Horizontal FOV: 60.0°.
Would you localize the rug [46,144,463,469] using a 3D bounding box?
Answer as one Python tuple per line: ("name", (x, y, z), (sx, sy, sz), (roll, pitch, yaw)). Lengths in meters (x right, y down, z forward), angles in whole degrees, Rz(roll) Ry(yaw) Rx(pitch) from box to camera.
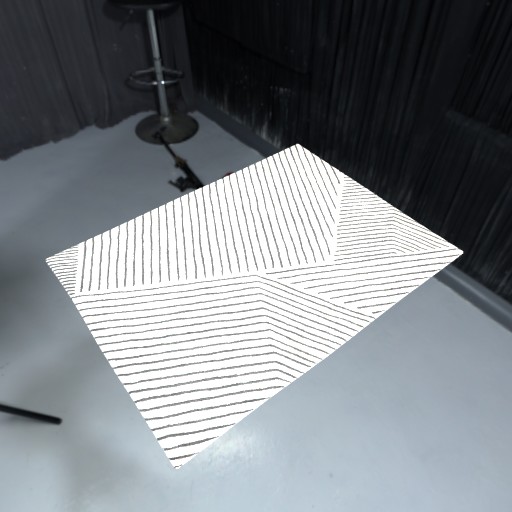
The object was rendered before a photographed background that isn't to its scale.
("rug", (0.000, 0.000, 3.225), (2.449, 0.028, 1.829), (-30, 53, -25))
